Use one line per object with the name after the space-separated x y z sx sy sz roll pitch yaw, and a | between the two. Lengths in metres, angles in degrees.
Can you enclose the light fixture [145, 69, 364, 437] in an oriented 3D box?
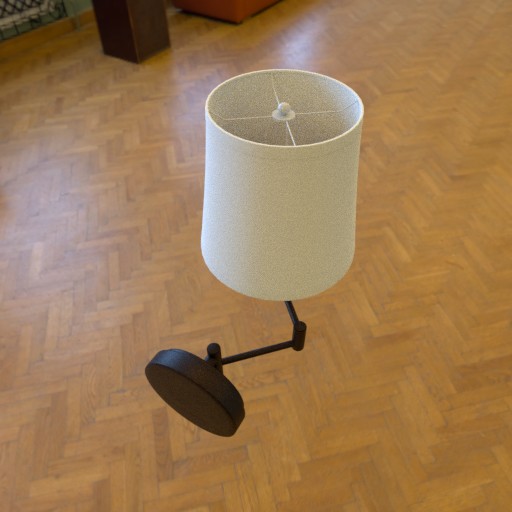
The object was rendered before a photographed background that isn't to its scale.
0.000 0.000 0.268 0.100 0.172 0.157 23 51 20 | light fixture
